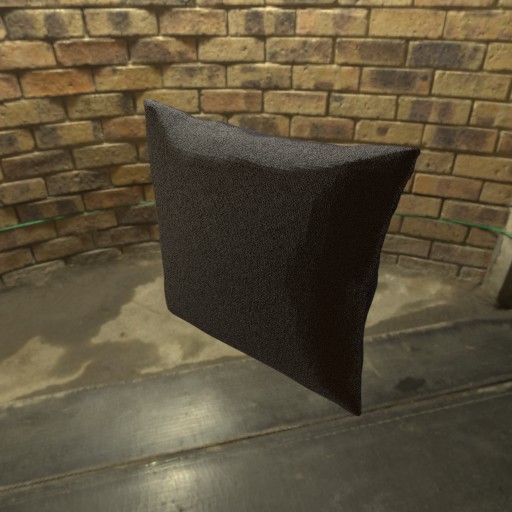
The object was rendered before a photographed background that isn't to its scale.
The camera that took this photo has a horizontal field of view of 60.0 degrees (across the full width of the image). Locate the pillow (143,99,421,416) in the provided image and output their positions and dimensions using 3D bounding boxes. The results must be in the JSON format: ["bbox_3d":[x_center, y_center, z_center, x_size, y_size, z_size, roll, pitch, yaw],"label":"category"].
[{"bbox_3d":[0.000,0.000,0.710,0.452,0.439,0.204,22,37,31],"label":"pillow"}]
